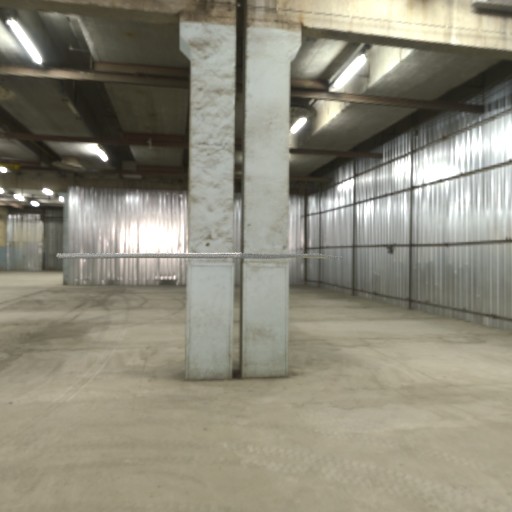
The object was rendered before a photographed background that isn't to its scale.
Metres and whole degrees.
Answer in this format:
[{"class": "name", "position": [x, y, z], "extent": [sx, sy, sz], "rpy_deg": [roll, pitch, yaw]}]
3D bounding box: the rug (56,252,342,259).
[{"class": "rug", "position": [0.000, 0.000, 2.520], "extent": [0.675, 0.037, 2.341], "rpy_deg": [0, 0, 18]}]
